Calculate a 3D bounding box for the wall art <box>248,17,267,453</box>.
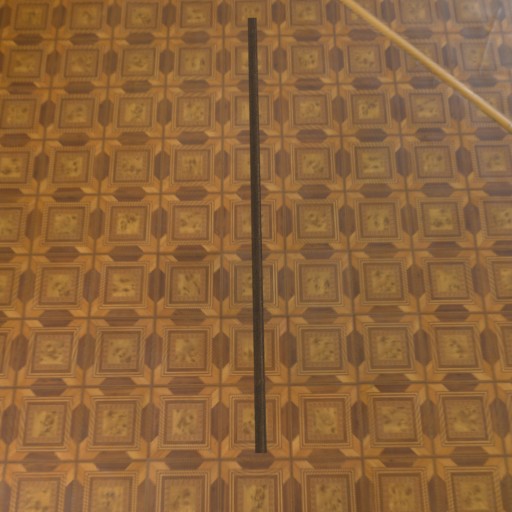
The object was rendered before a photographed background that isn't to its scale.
[{"bbox_3d":[0.000,0.000,1.428,0.023,0.875,1.033,-1,75,0],"label":"wall art"}]
